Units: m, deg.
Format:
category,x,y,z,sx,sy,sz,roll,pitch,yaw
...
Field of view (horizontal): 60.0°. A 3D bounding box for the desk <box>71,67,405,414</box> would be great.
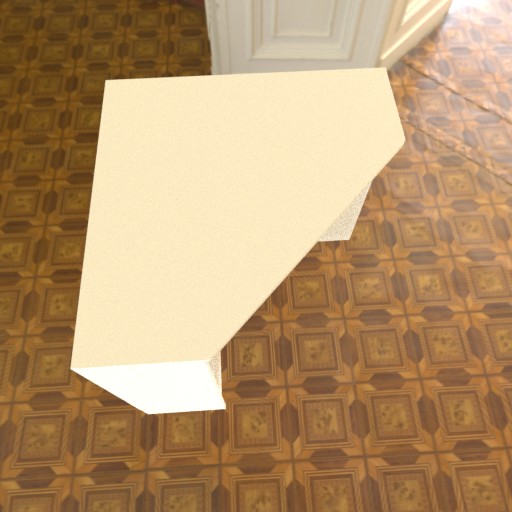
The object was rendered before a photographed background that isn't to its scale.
category,x,y,z,sx,sy,sz,roll,pitch,yaw
desk,0.000,0.000,1.620,0.926,0.818,0.940,-3,63,-2
